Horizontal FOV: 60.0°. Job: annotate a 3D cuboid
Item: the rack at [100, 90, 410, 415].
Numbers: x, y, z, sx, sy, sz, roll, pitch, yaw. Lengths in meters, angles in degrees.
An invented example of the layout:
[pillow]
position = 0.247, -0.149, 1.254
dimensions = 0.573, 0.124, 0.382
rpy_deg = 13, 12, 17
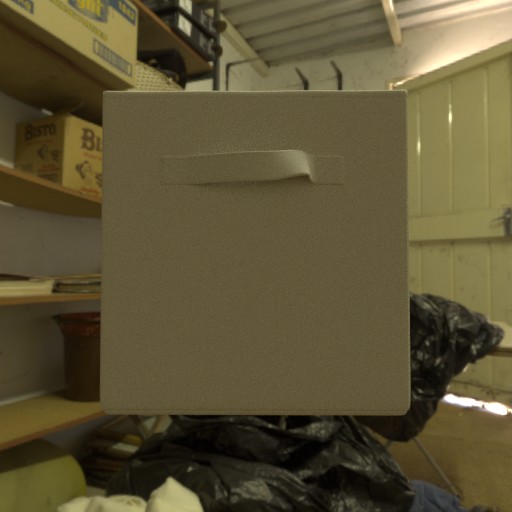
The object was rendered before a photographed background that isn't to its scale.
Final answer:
[rack]
position = 0.000, 0.000, 0.497
dimensions = 0.270, 0.280, 0.270
rpy_deg = 0, -2, 1
